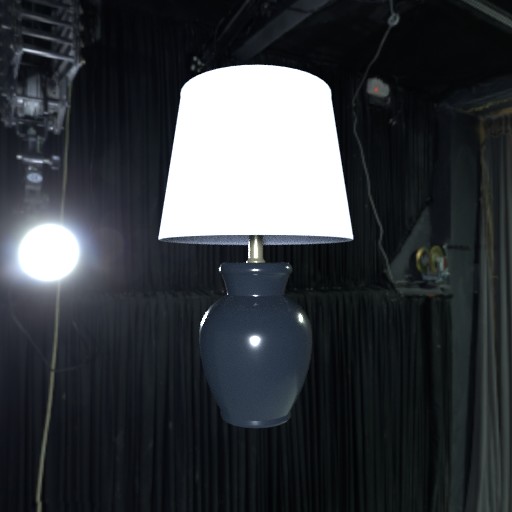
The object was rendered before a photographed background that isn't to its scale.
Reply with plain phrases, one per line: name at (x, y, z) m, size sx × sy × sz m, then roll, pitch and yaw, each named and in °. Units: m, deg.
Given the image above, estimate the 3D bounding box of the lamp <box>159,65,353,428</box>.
lamp at (0.000, 0.000, 0.557) m, size 0.239 × 0.399 × 0.239 m, roll 0°, pitch -1°, yaw 0°
